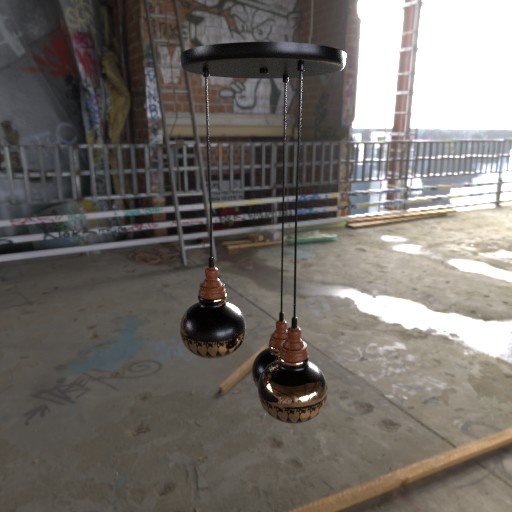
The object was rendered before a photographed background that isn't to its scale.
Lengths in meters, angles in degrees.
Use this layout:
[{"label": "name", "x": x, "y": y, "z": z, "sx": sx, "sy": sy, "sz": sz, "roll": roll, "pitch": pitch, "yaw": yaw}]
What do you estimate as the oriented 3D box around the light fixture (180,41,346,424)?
[{"label": "light fixture", "x": 0.000, "y": 0.000, "z": 1.703, "sx": 0.605, "sy": 1.410, "sz": 0.608, "roll": -2, "pitch": 16, "yaw": -8}]
